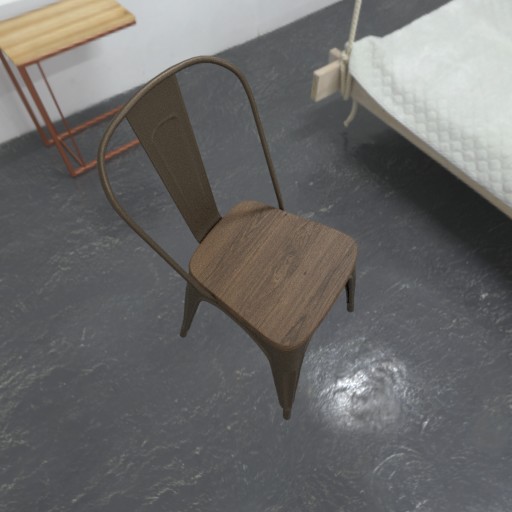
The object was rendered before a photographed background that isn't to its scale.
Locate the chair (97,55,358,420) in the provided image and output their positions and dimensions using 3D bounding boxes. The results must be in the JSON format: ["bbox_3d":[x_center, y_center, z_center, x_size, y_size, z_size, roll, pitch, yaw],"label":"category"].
[{"bbox_3d":[0.000,0.000,1.166,0.532,0.844,0.451,29,63,17],"label":"chair"}]
